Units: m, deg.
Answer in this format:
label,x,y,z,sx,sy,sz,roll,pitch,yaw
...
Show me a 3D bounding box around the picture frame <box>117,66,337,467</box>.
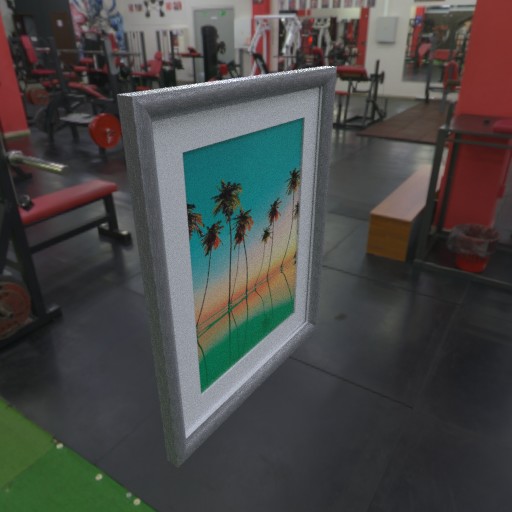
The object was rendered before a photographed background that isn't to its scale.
label,x,y,z,sx,sy,sz,roll,pitch,yaw
picture frame,0.000,0.000,0.744,0.029,0.559,0.454,18,33,31
